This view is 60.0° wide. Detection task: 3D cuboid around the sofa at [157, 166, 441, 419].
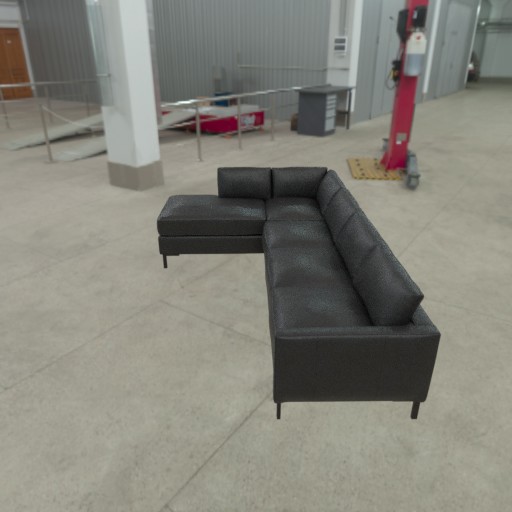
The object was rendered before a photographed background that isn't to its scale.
[{"bbox_3d":[0.000,0.000,3.782,1.938,0.877,2.984,0,25,-1],"label":"sofa"}]
